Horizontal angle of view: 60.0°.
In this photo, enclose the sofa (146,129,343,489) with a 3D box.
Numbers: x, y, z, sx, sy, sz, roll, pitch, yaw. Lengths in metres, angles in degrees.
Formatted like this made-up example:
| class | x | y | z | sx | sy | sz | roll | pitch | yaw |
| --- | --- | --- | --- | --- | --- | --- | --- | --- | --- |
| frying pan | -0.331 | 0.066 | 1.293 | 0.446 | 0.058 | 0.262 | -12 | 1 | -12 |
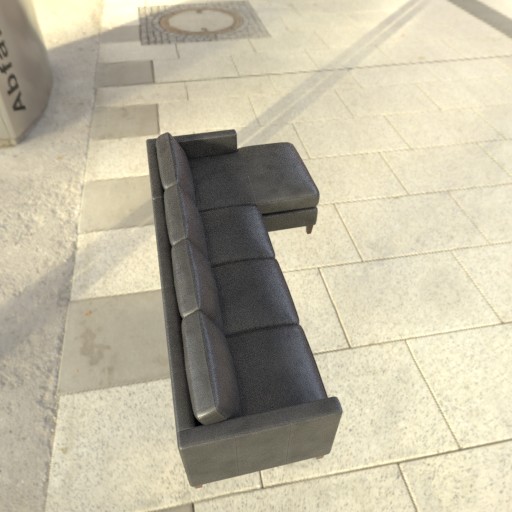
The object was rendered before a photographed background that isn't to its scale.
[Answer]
| class | x | y | z | sx | sy | sz | roll | pitch | yaw |
| --- | --- | --- | --- | --- | --- | --- | --- | --- | --- |
| sofa | 0.000 | 0.000 | 3.770 | 1.581 | 0.883 | 3.203 | -9 | 46 | -9 |
